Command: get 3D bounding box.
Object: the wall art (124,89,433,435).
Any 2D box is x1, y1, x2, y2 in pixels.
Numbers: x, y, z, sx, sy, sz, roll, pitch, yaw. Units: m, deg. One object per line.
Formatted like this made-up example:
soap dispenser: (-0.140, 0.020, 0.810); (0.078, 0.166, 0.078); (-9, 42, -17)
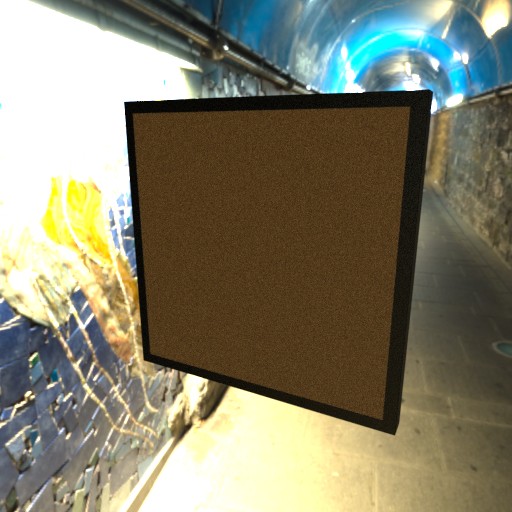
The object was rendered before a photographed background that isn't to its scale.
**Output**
wall art: (0.000, 0.000, 0.750); (0.508, 0.508, 0.036); (8, 18, 26)
